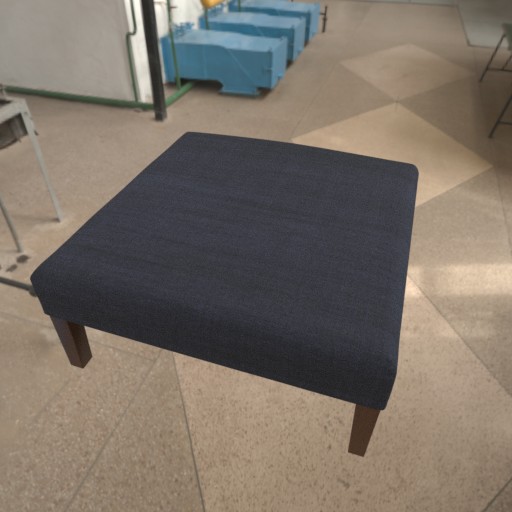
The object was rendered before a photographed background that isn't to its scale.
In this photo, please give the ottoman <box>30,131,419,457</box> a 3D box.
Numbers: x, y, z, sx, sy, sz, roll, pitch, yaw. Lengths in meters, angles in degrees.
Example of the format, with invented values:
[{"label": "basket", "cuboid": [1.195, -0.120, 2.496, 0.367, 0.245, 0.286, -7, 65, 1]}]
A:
[{"label": "ottoman", "cuboid": [0.000, 0.000, 1.401, 0.890, 0.411, 0.889, 12, 41, 14]}]
